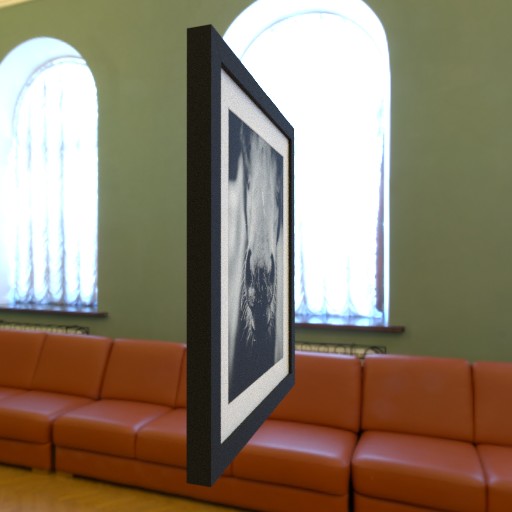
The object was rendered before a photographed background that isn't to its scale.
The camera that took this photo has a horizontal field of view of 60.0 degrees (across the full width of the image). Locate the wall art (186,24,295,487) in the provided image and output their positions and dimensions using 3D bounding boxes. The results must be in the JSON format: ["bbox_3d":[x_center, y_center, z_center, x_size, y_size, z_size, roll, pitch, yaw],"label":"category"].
[{"bbox_3d":[0.000,0.000,0.756,0.033,0.559,0.457,0,0,18],"label":"wall art"}]
